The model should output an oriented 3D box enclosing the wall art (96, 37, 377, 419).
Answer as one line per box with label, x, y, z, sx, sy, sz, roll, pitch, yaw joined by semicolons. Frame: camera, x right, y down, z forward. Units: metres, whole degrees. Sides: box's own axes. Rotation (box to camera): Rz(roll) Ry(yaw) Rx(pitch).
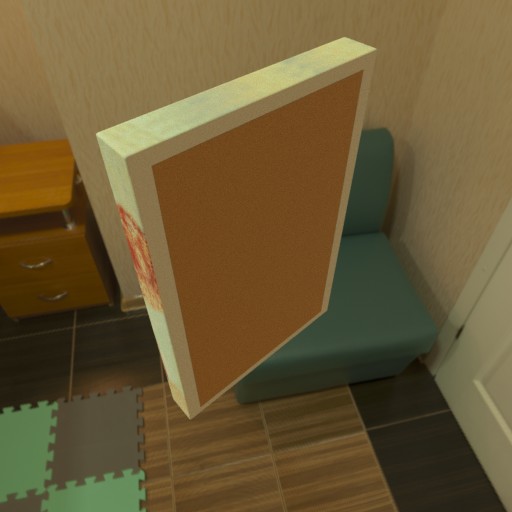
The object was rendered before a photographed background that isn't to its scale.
wall art;0.000;0.000;0.476;0.251;0.380;0.039;-33;54;-27
